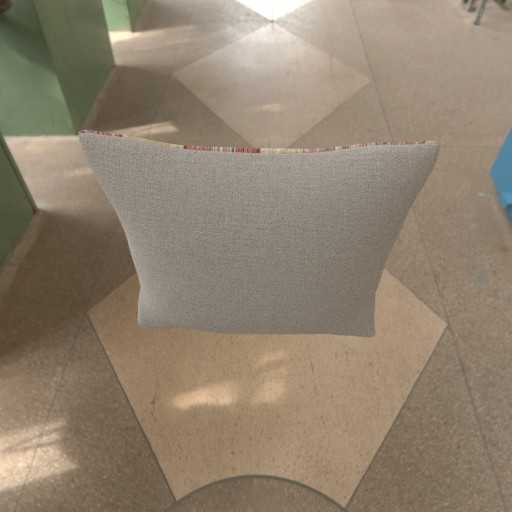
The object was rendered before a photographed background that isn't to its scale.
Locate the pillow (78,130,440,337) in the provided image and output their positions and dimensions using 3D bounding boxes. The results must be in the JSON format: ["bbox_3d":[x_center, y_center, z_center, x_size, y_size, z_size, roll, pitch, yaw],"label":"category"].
[{"bbox_3d":[0.000,0.000,0.673,0.437,0.419,0.136,2,48,2],"label":"pillow"}]
